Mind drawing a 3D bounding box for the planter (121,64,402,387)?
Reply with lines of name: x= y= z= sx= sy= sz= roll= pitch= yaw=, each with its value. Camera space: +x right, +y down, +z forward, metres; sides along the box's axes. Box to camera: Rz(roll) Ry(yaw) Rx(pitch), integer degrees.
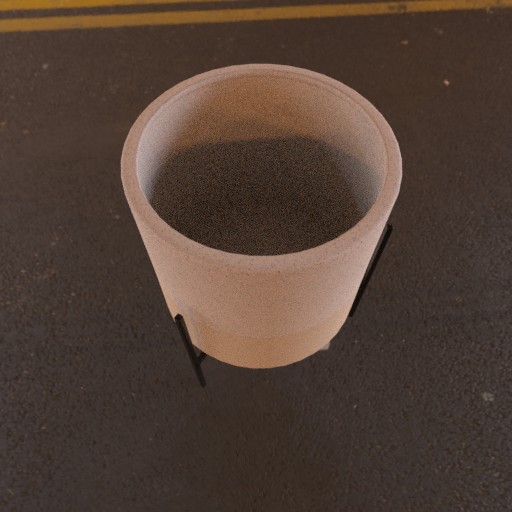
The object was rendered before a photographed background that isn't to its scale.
planter: x=0.000 y=0.000 z=0.665 sx=0.313 sy=0.423 sz=0.335 roll=30 pitch=63 yaw=17
